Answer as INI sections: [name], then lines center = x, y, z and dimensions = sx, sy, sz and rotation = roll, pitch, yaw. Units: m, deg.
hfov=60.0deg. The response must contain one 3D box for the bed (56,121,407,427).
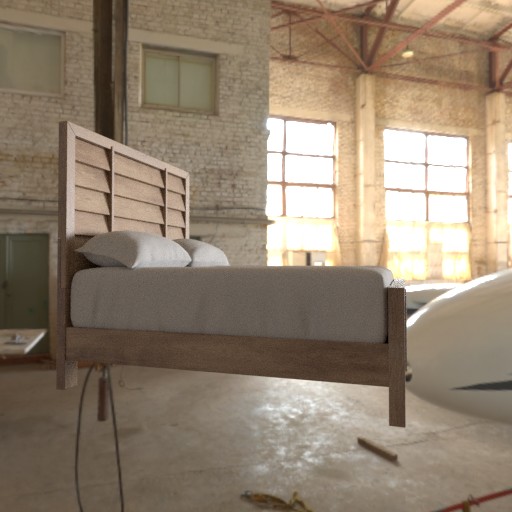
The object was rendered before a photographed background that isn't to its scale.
[bed]
center = 0.000, 0.000, 3.144
dimensions = 2.017, 1.631, 1.615
rotation = 0, -1, 19
